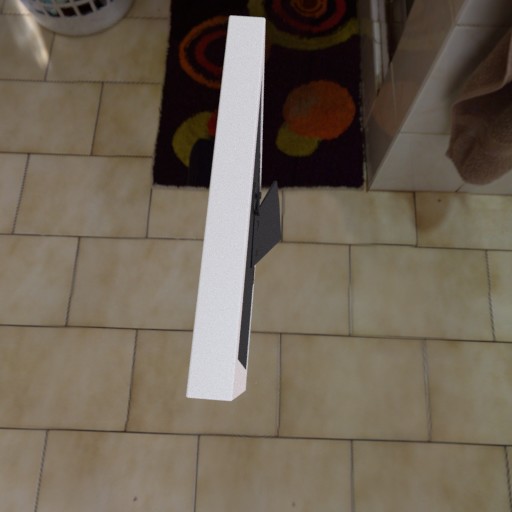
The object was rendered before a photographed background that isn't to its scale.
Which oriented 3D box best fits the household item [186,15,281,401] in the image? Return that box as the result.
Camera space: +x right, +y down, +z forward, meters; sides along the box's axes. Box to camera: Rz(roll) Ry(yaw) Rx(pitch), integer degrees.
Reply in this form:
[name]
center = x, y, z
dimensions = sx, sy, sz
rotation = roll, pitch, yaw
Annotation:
[household item]
center = 0.000, 0.000, 0.335
dimensions = 0.045, 0.250, 0.200
rotation = 4, 74, 1
